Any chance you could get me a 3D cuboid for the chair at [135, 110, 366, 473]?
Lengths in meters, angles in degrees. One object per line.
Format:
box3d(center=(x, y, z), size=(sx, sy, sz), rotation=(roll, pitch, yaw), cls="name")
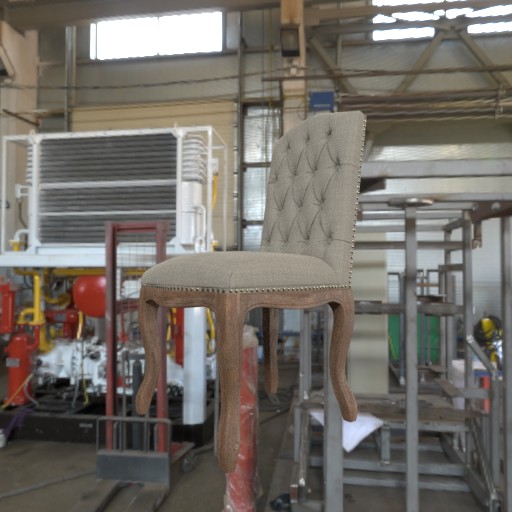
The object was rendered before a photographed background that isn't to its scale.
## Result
box3d(center=(0.000, 0.000, 1.652), size=(0.731, 1.191, 0.637), rotation=(1, -2, -37), cls="chair")
